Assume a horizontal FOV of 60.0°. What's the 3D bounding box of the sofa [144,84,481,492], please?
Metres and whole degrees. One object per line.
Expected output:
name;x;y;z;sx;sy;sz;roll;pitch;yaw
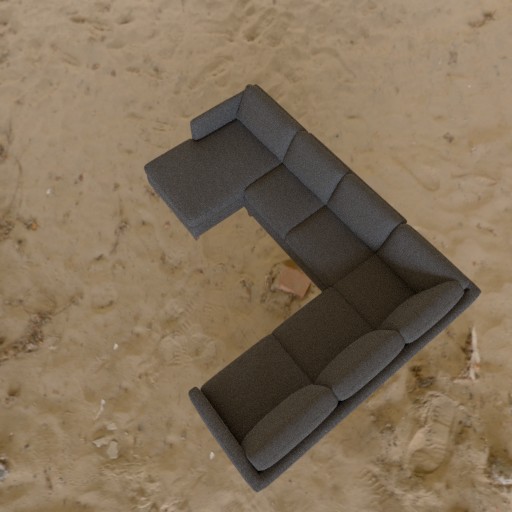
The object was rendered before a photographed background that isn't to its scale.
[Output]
sofa;0.000;0.000;4.302;2.551;0.853;3.238;-35;68;-16
